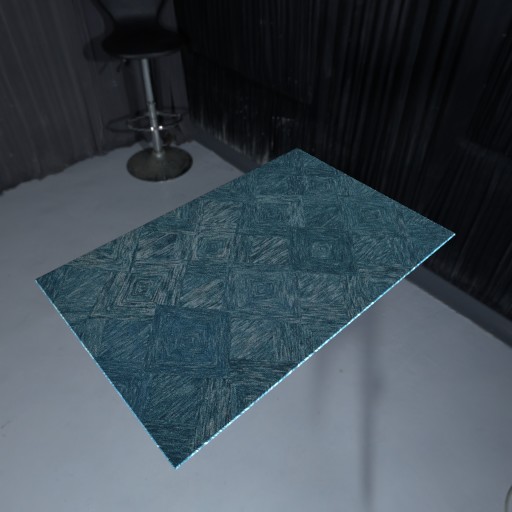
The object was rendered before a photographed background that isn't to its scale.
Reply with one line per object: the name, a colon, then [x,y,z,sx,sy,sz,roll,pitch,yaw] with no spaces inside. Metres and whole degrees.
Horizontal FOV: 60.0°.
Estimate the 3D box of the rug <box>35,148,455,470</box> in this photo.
rug: [0.000,0.000,2.843,2.277,0.015,1.490,-32,53,-29]
